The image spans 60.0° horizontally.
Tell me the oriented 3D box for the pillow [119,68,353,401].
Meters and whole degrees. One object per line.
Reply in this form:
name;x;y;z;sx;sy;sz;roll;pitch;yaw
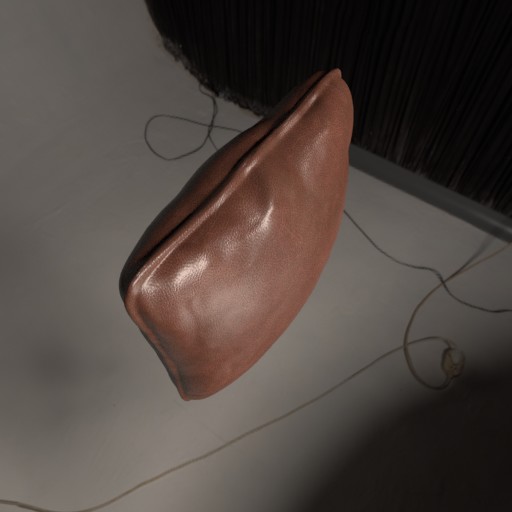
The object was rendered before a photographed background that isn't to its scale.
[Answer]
pillow;0.000;0.000;0.832;0.236;0.523;0.532;30;63;18
